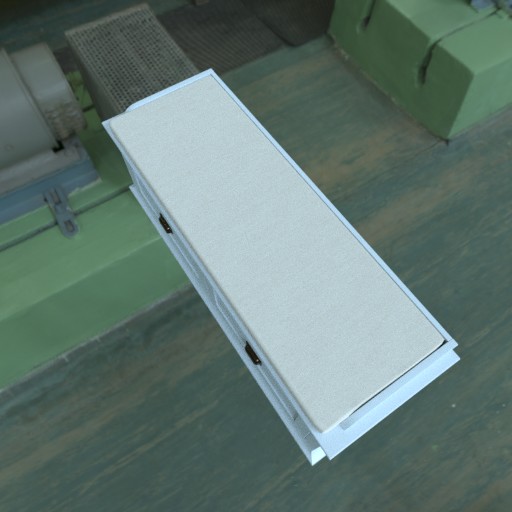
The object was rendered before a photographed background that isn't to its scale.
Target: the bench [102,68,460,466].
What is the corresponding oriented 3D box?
[{"bbox_3d":[0.000,0.000,1.422,0.402,0.486,1.185,-31,67,-15],"label":"bench"}]
